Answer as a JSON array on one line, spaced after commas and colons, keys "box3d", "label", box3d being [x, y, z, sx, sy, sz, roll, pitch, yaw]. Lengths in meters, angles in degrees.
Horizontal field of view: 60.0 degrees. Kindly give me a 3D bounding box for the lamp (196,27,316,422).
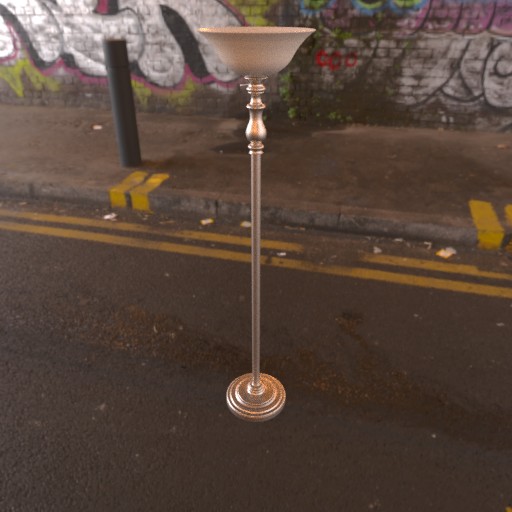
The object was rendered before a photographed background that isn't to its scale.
[{"box3d": [0.000, 0.000, 1.942, 0.405, 1.771, 0.405, -19, 34, -30], "label": "lamp"}]
